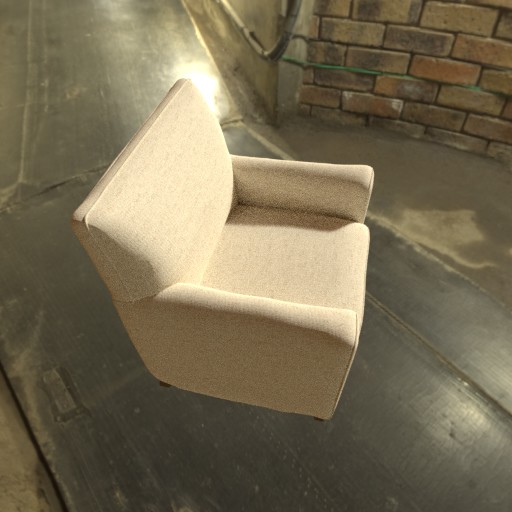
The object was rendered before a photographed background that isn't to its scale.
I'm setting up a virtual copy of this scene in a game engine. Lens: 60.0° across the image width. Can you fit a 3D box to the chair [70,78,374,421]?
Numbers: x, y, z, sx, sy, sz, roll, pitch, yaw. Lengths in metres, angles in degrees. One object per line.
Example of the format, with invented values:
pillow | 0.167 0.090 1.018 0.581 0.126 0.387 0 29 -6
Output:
chair | 0.000 0.000 1.667 0.823 0.943 0.870 10 48 9
